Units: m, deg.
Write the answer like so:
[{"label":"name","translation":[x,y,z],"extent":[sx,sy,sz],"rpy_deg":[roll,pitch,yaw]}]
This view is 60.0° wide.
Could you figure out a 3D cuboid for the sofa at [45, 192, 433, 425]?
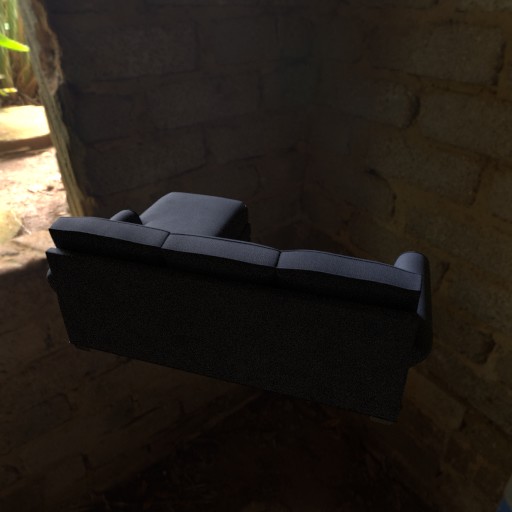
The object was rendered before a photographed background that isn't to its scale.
[{"label":"sofa","translation":[0.000,0.000,3.488],"extent":[2.567,1.063,1.780],"rpy_deg":[9,33,15]}]
